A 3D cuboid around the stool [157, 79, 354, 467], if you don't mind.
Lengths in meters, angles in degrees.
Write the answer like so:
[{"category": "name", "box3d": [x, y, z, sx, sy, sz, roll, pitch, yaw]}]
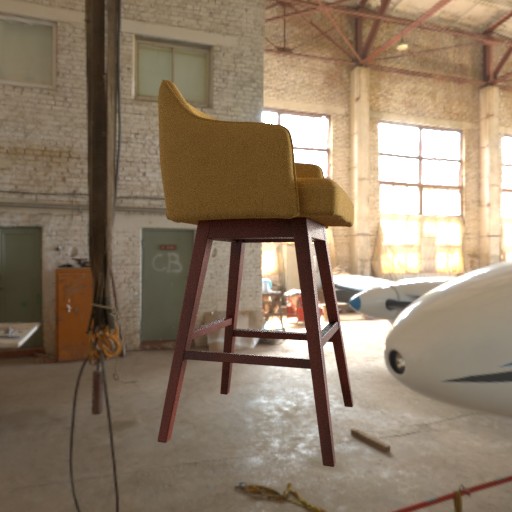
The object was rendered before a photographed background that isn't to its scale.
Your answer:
[{"category": "stool", "box3d": [0.000, 0.000, 1.368, 0.558, 1.012, 0.548, 0, 0, 18]}]
